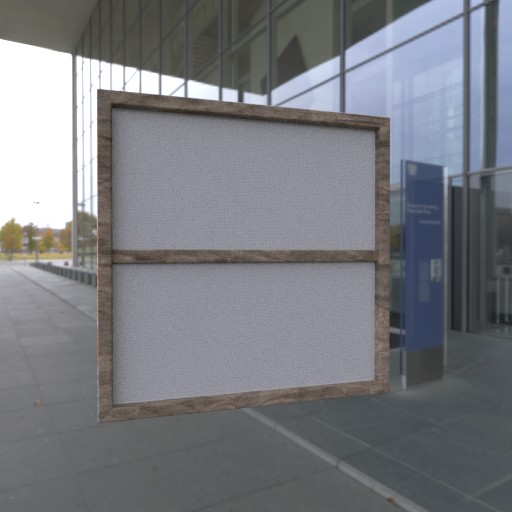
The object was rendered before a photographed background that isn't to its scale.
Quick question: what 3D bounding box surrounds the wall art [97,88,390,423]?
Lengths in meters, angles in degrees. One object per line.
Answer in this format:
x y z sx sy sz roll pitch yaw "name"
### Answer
0.000 0.000 1.108 0.747 0.747 0.035 0 1 -17 "wall art"
